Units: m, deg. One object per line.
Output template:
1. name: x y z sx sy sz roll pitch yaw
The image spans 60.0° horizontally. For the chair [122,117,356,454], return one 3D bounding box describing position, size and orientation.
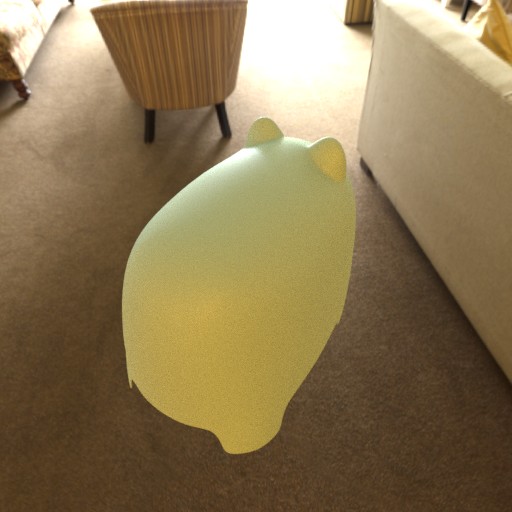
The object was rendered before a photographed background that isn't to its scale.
1. chair: 0.000 0.000 0.874 0.364 0.423 0.619 24 50 22
